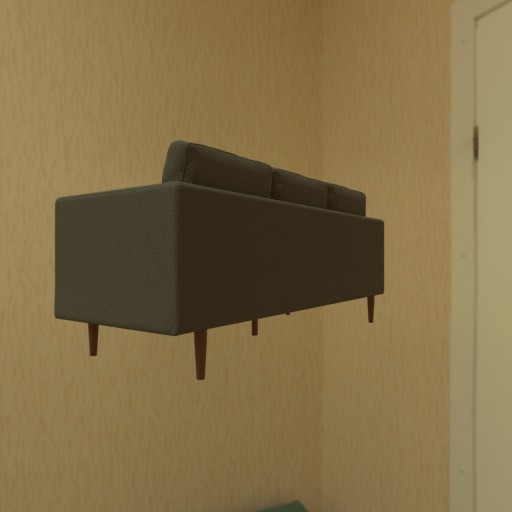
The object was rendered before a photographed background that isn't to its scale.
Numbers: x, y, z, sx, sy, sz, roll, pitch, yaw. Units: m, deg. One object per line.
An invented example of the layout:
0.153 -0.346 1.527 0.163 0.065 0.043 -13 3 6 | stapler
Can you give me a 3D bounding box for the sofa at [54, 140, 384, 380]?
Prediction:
0.000 0.000 2.545 0.802 0.912 2.029 0 0 36 | sofa
